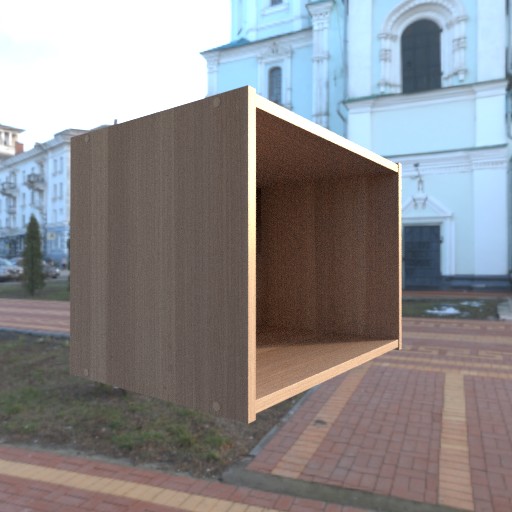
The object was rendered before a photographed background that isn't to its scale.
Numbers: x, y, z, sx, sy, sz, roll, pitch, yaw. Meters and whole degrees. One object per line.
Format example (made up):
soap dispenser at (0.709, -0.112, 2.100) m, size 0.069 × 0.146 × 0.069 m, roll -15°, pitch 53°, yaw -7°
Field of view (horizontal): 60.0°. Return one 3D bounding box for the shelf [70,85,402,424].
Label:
shelf at (0.000, 0.000, 0.651) m, size 0.290 × 0.305 × 0.415 m, roll 0°, pitch -1°, yaw 37°
